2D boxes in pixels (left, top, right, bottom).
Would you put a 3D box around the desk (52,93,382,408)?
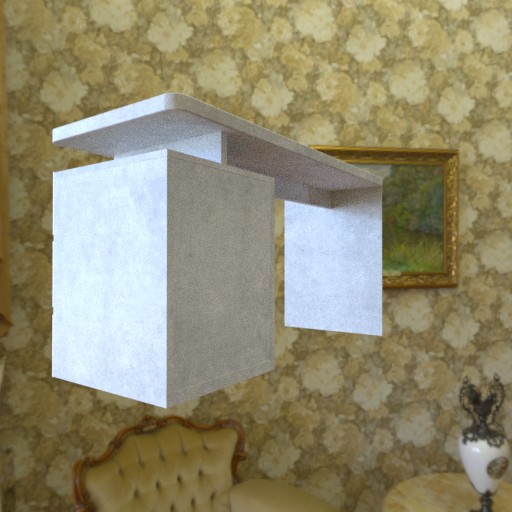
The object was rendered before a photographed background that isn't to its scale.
[{"bbox_3d":[0.000,0.000,1.746,0.550,0.755,1.400,0,-1,36],"label":"desk"}]
